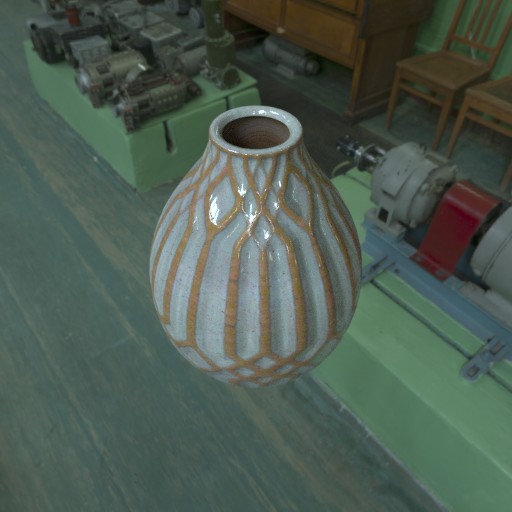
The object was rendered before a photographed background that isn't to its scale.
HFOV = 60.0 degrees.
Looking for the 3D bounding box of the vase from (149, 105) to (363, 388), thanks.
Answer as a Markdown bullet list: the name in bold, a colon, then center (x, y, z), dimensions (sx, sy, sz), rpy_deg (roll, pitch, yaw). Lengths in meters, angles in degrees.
- **vase**: center (0.000, 0.000, 0.271), dimensions (0.131, 0.175, 0.131), rpy_deg (0, 46, 0)
